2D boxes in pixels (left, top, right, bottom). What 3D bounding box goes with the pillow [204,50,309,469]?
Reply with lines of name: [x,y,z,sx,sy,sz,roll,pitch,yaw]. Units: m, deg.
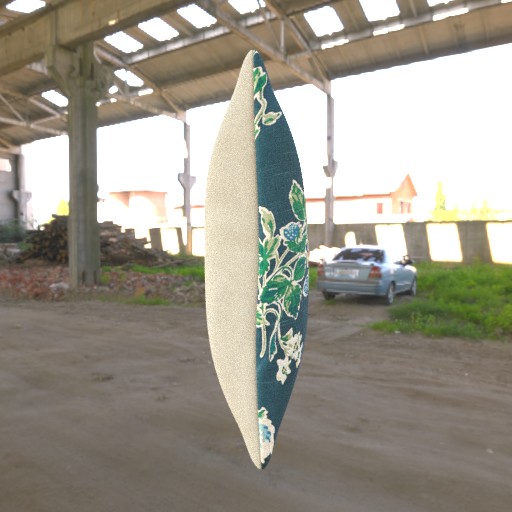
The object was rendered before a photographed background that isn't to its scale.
pillow: [0.000,0.000,0.792,0.166,0.508,0.525,0,1,0]
